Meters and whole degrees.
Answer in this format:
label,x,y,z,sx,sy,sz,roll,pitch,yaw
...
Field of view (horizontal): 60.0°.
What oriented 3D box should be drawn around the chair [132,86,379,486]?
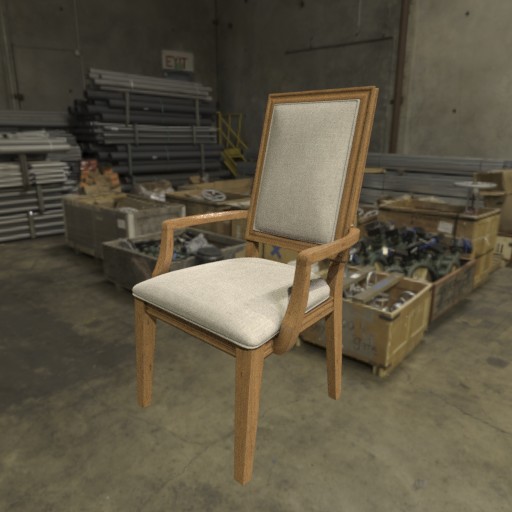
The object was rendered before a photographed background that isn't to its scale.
label,x,y,z,sx,sy,sz,roll,pitch,yaw
chair,0.000,0.000,1.361,0.606,0.990,0.602,15,21,42
